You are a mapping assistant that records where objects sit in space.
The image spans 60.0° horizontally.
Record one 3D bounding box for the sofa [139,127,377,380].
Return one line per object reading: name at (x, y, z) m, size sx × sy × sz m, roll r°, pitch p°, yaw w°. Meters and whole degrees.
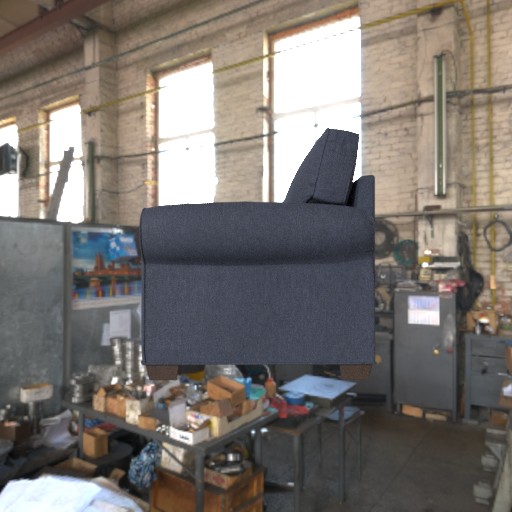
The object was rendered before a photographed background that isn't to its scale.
sofa at (0.000, 0.000, 2.850) m, size 0.954 × 1.026 × 2.391 m, roll 0°, pitch -1°, yaw 0°
